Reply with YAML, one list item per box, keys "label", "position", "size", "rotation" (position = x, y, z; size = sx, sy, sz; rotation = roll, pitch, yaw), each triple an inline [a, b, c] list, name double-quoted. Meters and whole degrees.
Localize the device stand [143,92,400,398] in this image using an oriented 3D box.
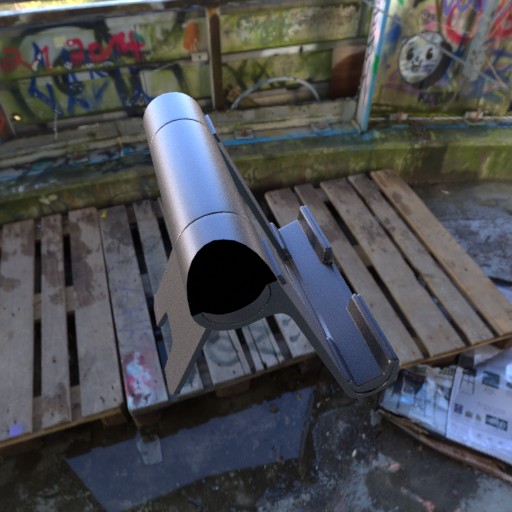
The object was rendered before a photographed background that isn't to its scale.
- label: "device stand"
  position: [0.000, 0.000, 0.155]
  size: [0.079, 0.084, 0.088]
  rotation: [-12, 47, -12]
